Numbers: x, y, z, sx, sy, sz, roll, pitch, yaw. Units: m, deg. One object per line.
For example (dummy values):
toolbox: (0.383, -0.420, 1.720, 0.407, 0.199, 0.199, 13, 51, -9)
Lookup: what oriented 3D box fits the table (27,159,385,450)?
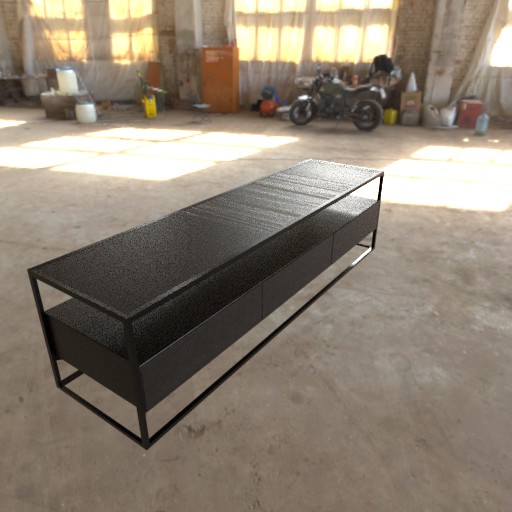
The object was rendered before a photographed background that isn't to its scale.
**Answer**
table: (0.000, 0.000, 1.675, 0.399, 0.395, 1.486, 17, 31, 32)
